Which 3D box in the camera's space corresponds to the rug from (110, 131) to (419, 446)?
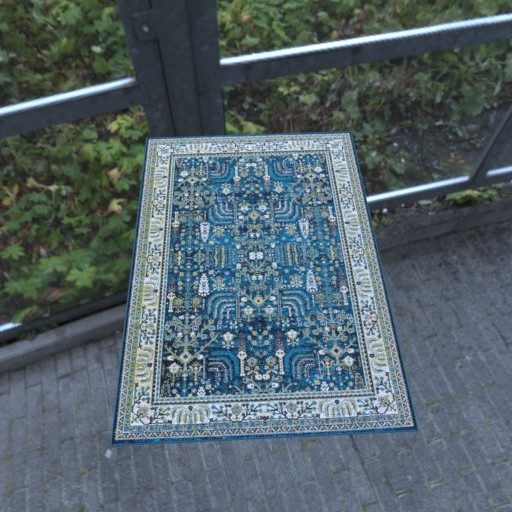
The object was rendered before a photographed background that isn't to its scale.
[{"bbox_3d":[0.000,0.000,2.863,1.594,0.013,2.213,-2,58,-1],"label":"rug"}]
